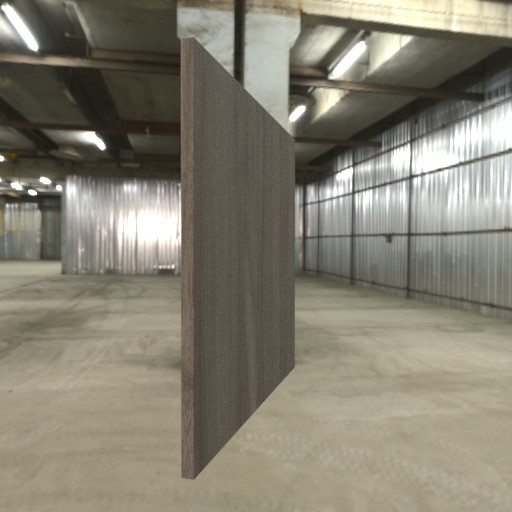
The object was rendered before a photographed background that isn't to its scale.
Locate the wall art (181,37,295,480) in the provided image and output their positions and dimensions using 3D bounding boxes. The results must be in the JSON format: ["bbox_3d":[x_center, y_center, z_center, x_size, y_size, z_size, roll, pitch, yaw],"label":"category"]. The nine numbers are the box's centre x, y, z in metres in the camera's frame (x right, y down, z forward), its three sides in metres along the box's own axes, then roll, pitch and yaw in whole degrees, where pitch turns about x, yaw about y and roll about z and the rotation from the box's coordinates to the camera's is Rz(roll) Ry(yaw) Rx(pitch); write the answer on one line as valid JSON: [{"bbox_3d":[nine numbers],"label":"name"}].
[{"bbox_3d":[0.000,0.000,0.749,0.016,0.507,0.508,0,1,18],"label":"wall art"}]
